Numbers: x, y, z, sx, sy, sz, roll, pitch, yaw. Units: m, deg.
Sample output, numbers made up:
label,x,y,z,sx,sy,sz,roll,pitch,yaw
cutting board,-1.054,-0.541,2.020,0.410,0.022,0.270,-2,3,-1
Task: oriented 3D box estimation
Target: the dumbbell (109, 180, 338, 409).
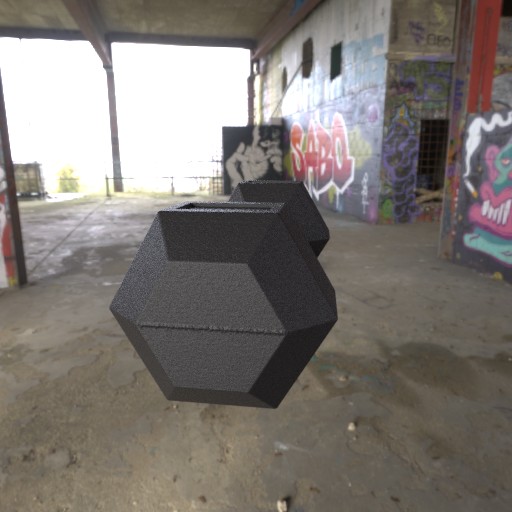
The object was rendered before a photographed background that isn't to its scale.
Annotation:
label,x,y,z,sx,sy,sz,roll,pitch,yaw
dumbbell,0.000,0.000,0.344,0.116,0.101,0.297,2,13,8
